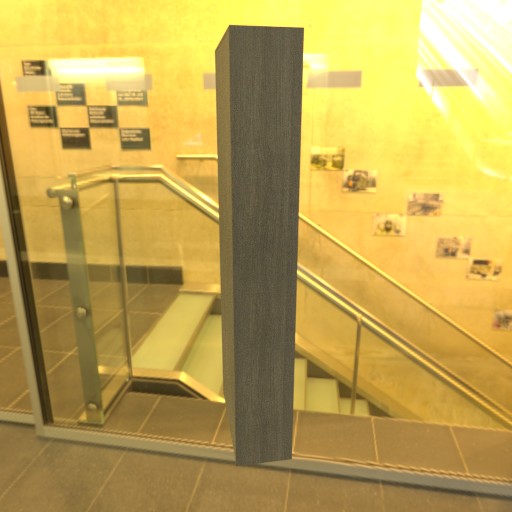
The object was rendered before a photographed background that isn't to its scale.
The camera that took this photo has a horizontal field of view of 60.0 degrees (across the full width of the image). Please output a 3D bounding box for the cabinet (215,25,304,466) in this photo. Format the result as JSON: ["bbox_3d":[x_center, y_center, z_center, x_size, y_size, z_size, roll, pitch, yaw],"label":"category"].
[{"bbox_3d":[0.000,0.000,1.842,0.255,1.630,0.520,-3,17,-9],"label":"cabinet"}]
